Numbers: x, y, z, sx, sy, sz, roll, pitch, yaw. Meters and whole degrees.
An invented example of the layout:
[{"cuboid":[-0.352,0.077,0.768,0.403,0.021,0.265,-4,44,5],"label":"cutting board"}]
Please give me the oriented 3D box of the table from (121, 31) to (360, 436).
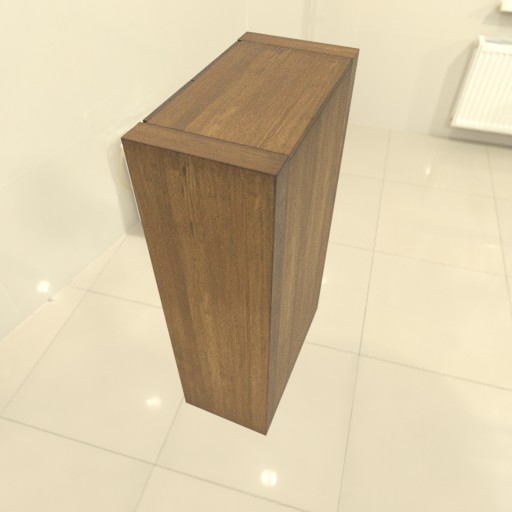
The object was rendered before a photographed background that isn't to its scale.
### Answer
[{"cuboid":[0.000,0.000,2.533,0.600,2.000,1.100,17,48,16],"label":"table"}]
